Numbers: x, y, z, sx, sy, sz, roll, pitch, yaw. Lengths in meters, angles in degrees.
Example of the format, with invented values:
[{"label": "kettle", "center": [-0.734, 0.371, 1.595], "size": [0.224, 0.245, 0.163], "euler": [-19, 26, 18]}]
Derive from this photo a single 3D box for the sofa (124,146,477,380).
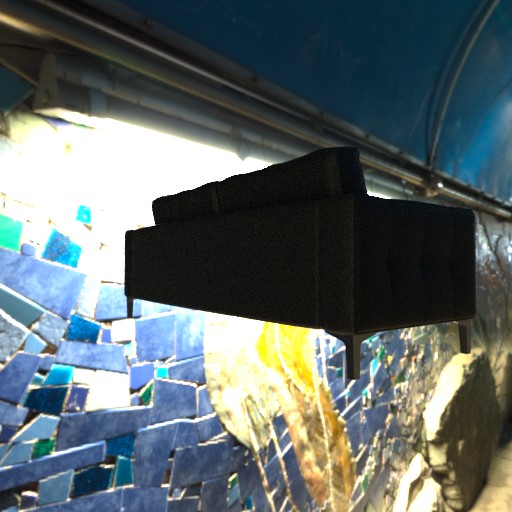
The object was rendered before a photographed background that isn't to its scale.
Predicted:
[{"label": "sofa", "center": [0.000, 0.000, 2.643], "size": [0.833, 0.893, 2.275], "euler": [1, -1, -36]}]
